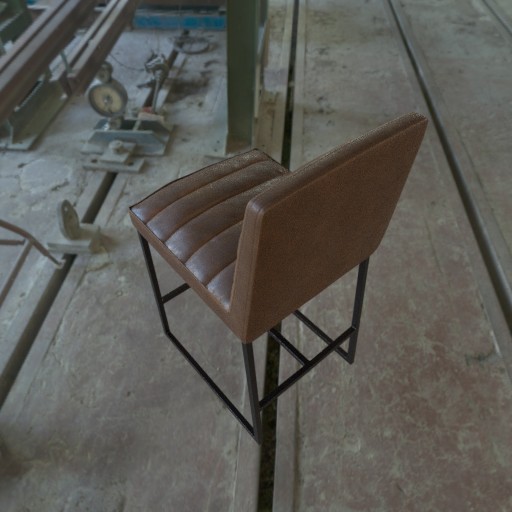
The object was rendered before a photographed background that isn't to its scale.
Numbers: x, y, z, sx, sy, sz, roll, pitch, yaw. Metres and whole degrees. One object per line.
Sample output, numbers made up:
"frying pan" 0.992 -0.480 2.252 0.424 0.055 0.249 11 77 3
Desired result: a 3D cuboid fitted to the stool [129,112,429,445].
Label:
"stool" 0.000 0.000 1.243 0.463 0.942 0.562 -32 54 -27
